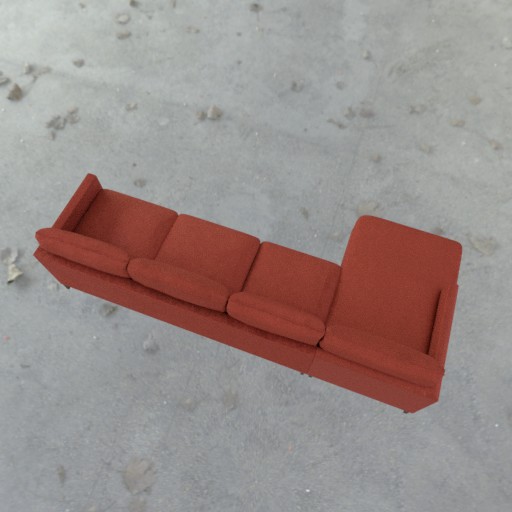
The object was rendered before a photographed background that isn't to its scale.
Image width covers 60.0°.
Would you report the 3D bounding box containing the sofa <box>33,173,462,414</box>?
[{"bbox_3d":[0.000,0.000,3.922,3.400,0.967,1.500,18,64,9],"label":"sofa"}]
